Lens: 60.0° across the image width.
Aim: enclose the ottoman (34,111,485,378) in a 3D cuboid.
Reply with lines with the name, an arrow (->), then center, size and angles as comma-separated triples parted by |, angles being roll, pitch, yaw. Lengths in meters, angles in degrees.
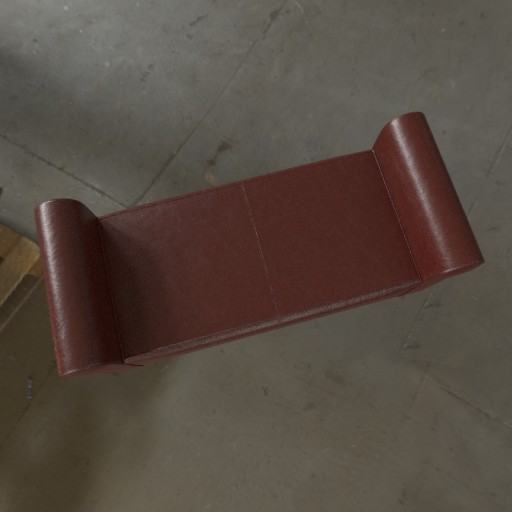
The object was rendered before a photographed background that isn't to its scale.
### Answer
ottoman -> 0.000, 0.000, 1.530 | 1.256, 0.547, 0.521 | -15, 76, -4
